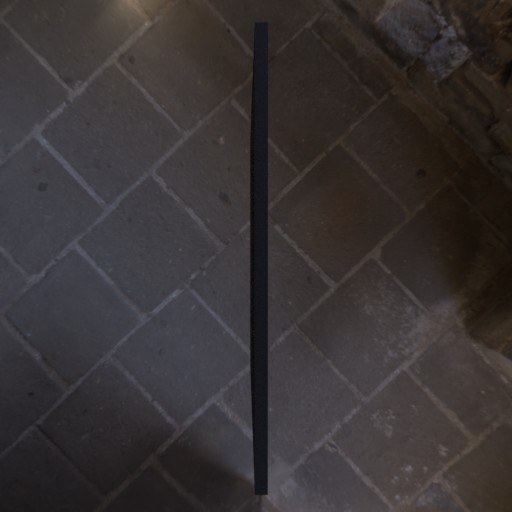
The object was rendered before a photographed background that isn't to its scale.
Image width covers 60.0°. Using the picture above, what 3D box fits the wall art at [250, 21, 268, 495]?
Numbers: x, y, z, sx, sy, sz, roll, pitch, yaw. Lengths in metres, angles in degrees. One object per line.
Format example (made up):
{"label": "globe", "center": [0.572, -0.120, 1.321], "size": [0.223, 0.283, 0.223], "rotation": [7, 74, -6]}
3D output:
{"label": "wall art", "center": [0.000, 0.000, 0.655], "size": [0.013, 0.458, 0.456], "rotation": [0, 91, -1]}
